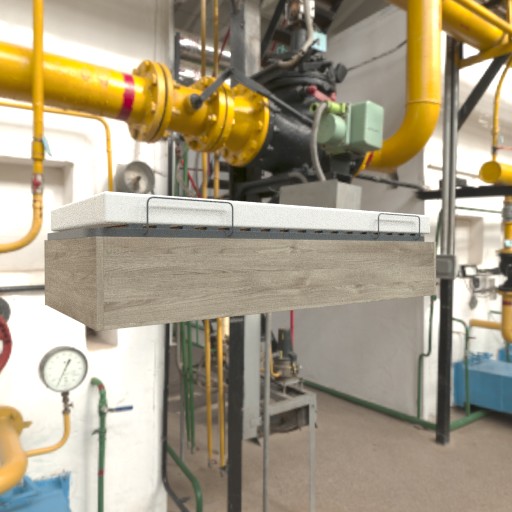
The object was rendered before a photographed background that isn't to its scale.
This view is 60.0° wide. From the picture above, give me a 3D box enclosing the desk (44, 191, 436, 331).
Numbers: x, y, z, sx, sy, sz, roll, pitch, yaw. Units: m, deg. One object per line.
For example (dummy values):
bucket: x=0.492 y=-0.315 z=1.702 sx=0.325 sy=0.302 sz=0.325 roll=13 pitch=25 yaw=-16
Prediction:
desk: x=0.000 y=0.000 z=2.329 sx=1.900 sy=0.455 sz=0.900 roll=-1 pitch=1 yaw=-36
